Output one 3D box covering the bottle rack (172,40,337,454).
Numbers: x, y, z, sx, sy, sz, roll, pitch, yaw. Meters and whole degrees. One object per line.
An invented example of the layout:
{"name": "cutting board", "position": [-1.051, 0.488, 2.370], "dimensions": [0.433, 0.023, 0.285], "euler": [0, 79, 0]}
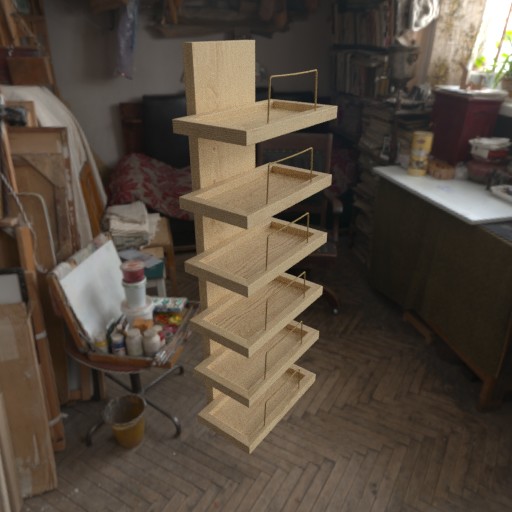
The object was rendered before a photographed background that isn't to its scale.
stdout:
{"name": "bottle rack", "position": [0.000, 0.000, 1.084], "dimensions": [0.206, 0.943, 0.330], "euler": [19, 33, 32]}
